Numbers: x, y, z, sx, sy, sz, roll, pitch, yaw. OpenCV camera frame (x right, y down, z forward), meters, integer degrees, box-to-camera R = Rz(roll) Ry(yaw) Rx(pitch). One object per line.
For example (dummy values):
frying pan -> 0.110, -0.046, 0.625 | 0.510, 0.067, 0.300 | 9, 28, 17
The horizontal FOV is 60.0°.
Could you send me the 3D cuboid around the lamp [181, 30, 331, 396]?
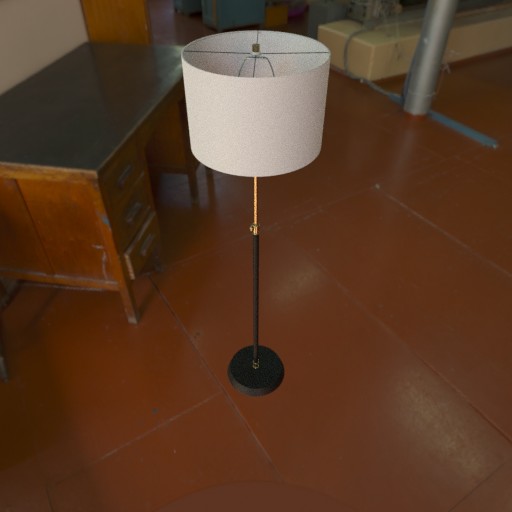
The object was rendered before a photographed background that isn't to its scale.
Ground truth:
lamp -> 0.000, 0.000, 1.696 | 0.404, 1.517, 0.404 | 1, 41, 1
